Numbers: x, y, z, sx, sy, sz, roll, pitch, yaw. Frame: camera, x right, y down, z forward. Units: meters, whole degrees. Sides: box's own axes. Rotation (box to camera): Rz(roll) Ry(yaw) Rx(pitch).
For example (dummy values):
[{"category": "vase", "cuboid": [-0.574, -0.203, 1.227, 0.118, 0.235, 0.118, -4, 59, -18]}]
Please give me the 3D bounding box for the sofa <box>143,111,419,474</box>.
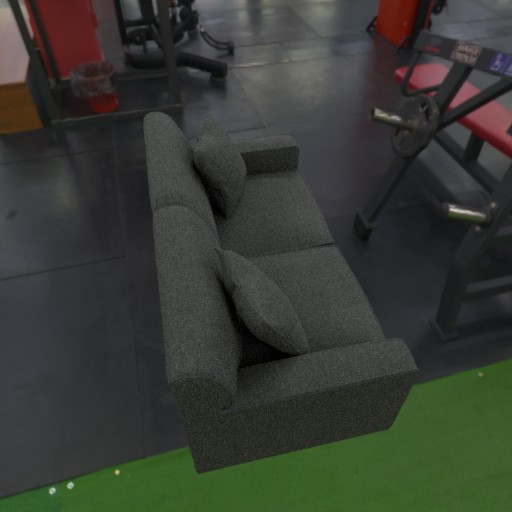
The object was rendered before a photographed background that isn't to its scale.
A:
[{"category": "sofa", "cuboid": [0.000, 0.000, 2.415, 0.998, 0.958, 1.846, -9, 46, -9]}]
